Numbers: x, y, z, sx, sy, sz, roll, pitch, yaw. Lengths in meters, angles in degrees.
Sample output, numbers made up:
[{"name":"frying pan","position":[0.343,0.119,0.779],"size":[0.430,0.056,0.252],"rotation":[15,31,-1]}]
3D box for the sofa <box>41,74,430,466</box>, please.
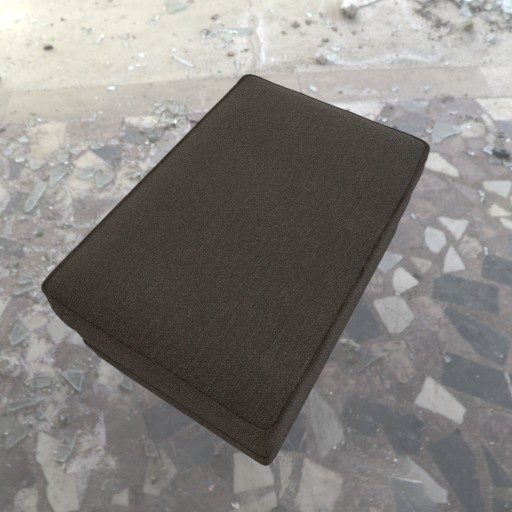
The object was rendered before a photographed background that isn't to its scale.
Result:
[{"name":"sofa","position":[0.000,0.000,1.196],"size":[0.578,0.457,0.854],"rotation":[27,62,16]}]
